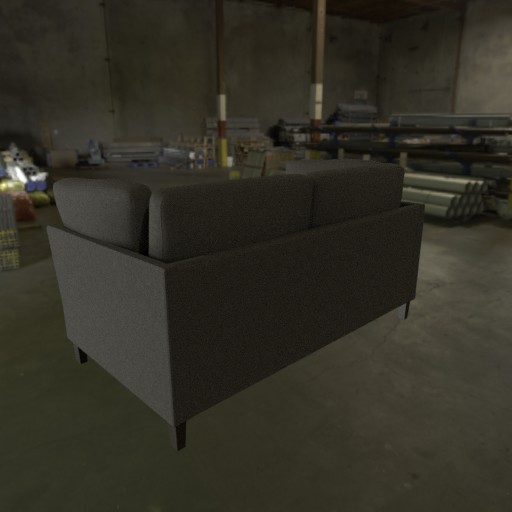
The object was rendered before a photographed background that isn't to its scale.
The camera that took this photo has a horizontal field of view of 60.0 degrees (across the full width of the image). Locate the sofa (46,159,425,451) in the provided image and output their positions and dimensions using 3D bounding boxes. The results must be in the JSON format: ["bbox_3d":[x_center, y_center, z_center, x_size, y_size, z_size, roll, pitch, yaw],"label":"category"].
[{"bbox_3d":[0.000,0.000,2.311,1.751,0.920,0.969,-15,22,-41],"label":"sofa"}]
